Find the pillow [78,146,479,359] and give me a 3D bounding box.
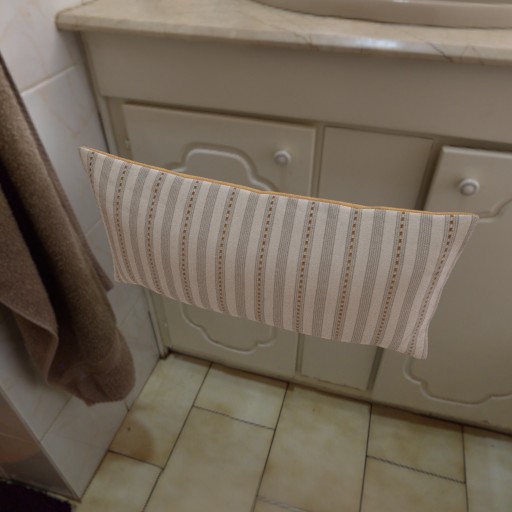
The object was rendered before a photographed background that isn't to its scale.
[{"bbox_3d":[0.000,0.000,0.731,0.608,0.291,0.151,12,42,14],"label":"pillow"}]
